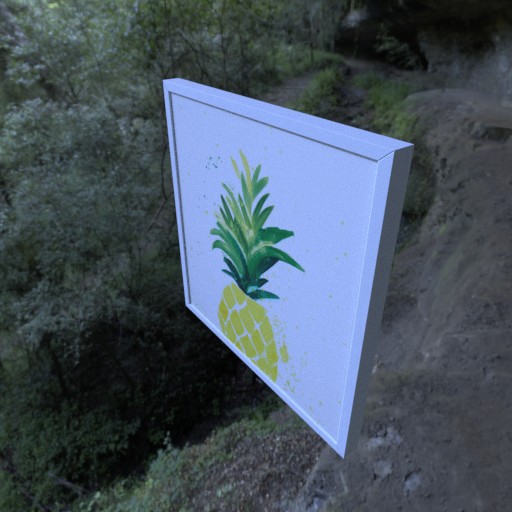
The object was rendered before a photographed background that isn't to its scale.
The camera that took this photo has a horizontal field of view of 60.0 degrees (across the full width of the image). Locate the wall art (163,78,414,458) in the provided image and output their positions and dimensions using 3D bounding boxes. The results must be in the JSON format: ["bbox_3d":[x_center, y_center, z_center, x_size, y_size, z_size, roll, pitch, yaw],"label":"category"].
[{"bbox_3d":[0.000,0.000,0.461,0.020,0.307,0.307,-22,37,-31],"label":"wall art"}]
